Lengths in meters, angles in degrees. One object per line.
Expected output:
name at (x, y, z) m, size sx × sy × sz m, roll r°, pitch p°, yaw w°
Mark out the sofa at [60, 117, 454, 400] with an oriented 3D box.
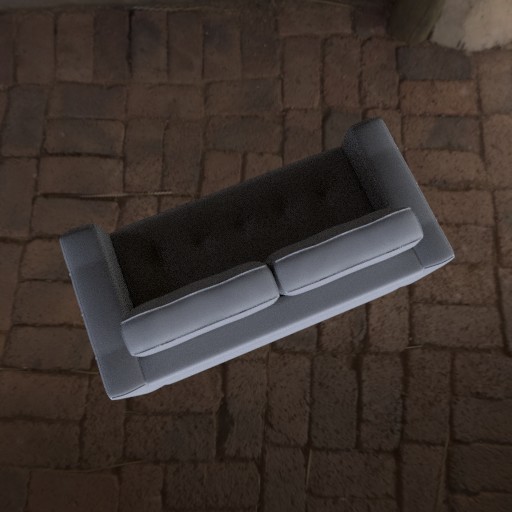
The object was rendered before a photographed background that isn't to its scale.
sofa at (0.000, 0.000, 2.258) m, size 1.726 × 0.892 × 0.833 m, roll -22°, pitch 76°, yaw -5°
